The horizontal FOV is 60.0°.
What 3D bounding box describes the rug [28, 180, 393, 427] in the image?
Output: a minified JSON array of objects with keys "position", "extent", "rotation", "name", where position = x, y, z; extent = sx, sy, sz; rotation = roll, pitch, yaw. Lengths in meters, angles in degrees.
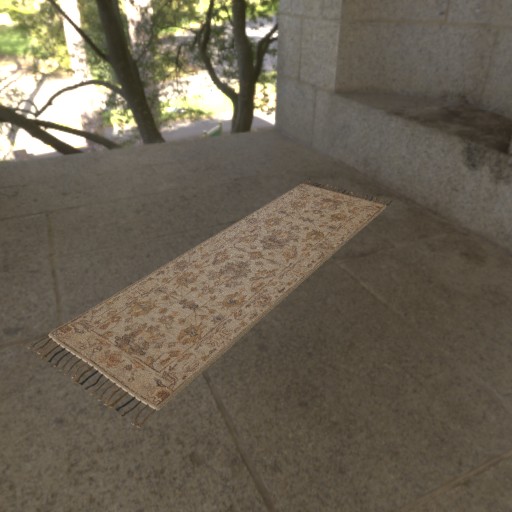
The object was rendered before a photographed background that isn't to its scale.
[{"position":[0.000,0.000,2.608],"extent":[0.729,0.021,2.438],"rotation":[21,37,30],"name":"rug"}]
